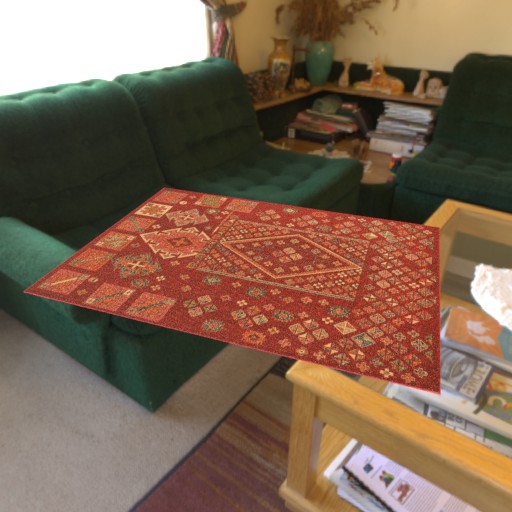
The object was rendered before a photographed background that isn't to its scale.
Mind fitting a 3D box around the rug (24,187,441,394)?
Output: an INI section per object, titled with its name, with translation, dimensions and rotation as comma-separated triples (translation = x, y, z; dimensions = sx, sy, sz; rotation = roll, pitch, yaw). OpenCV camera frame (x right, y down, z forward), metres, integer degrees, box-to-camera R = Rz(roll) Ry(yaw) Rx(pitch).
[rug]
translation = 0.000, 0.000, 4.219
dimensions = 3.306, 0.011, 2.389
rotation = 10, 33, 16
